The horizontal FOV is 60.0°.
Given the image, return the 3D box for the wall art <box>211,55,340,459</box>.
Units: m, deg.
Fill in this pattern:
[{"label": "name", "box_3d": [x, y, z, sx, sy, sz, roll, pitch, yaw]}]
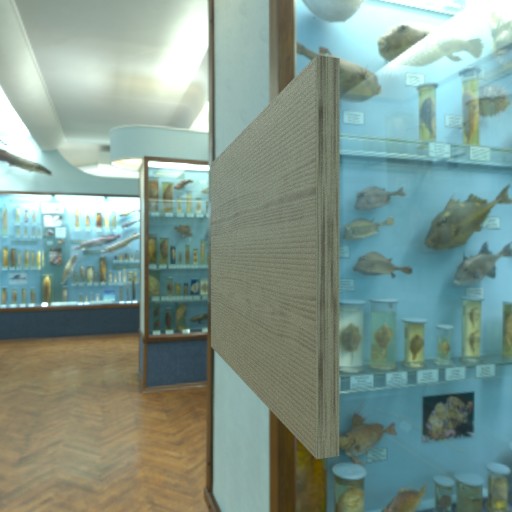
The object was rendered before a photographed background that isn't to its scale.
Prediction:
[{"label": "wall art", "box_3d": [0.000, 0.000, 1.080, 0.063, 0.609, 0.841, 0, 0, -17]}]
